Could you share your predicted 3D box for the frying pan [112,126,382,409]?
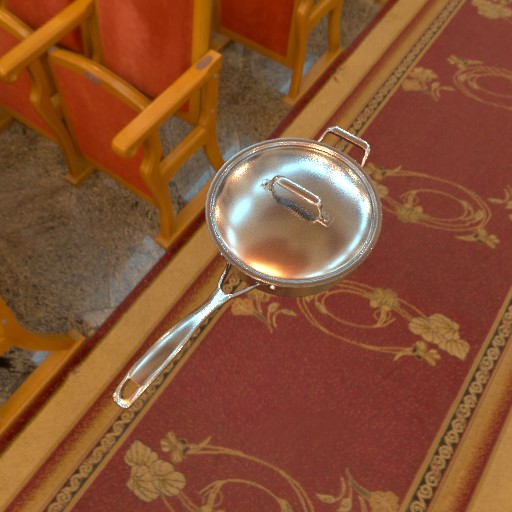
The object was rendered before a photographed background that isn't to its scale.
[{"bbox_3d":[0.000,0.000,0.595,0.245,0.111,0.492,33,68,15],"label":"frying pan"}]
